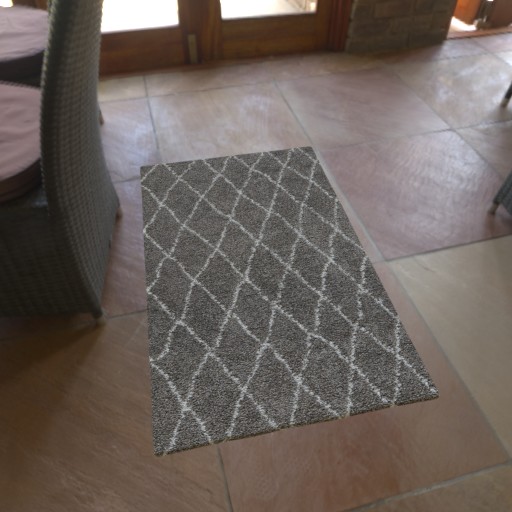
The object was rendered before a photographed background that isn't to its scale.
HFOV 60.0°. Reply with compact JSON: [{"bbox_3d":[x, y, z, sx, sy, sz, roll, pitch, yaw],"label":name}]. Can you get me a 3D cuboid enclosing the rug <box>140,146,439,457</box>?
[{"bbox_3d":[0.000,0.000,3.089,1.524,0.030,2.438,-9,48,-8],"label":"rug"}]
